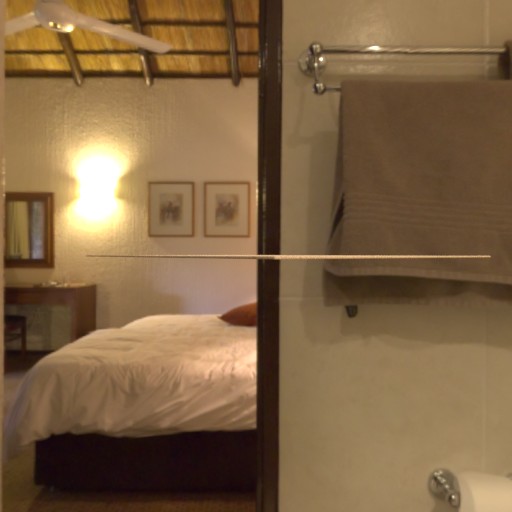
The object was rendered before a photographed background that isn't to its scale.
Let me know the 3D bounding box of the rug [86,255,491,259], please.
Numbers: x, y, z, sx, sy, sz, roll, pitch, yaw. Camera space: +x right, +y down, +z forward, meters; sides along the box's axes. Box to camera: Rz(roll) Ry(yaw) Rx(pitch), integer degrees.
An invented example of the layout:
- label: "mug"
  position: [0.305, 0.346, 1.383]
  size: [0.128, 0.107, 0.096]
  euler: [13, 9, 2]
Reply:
- label: "rug"
  position: [0.000, 0.000, 2.334]
  size: [1.236, 0.009, 1.839]
  euler: [0, 0, -37]
